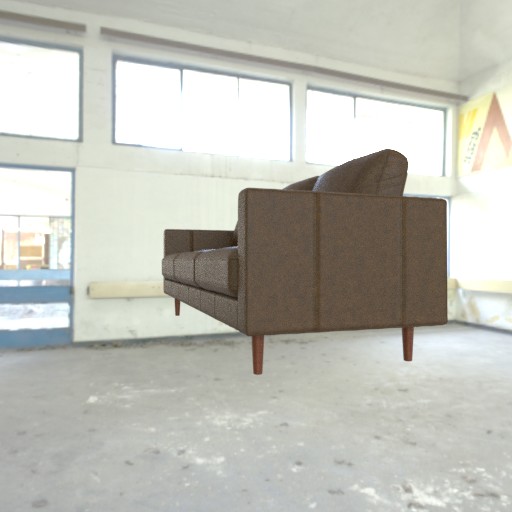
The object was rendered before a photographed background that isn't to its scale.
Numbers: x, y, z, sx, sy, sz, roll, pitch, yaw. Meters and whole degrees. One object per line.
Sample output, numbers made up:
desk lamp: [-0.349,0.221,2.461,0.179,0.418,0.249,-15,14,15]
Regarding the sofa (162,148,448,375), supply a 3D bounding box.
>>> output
sofa: [0.000,0.000,2.728,0.903,0.930,2.231,0,-1,-19]
